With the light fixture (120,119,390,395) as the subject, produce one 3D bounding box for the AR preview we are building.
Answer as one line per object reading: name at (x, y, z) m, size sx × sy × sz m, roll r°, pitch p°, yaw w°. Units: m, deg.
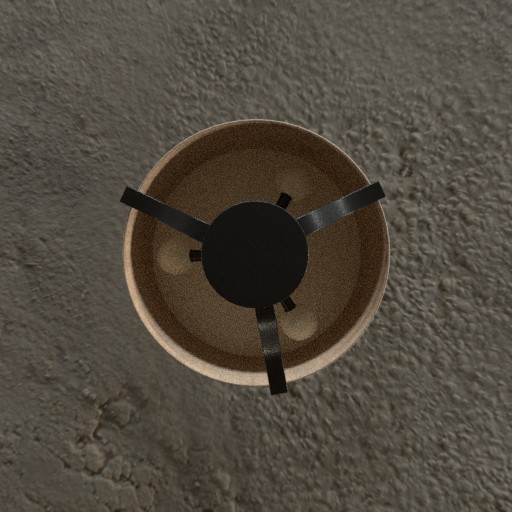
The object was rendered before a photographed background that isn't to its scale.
light fixture at (0.000, 0.000, 0.667) m, size 0.390 × 0.306 × 0.390 m, roll 0°, pitch 91°, yaw 0°
